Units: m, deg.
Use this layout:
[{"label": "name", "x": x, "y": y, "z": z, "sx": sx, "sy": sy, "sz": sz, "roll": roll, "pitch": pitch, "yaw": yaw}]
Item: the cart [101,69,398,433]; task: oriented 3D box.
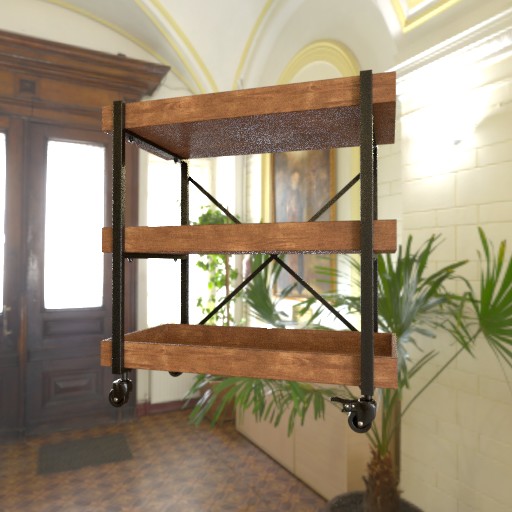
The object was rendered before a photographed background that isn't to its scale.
[{"label": "cart", "x": 0.000, "y": 0.000, "z": 1.245, "sx": 0.750, "sy": 0.800, "sz": 0.411, "roll": 0, "pitch": -1, "yaw": 17}]
